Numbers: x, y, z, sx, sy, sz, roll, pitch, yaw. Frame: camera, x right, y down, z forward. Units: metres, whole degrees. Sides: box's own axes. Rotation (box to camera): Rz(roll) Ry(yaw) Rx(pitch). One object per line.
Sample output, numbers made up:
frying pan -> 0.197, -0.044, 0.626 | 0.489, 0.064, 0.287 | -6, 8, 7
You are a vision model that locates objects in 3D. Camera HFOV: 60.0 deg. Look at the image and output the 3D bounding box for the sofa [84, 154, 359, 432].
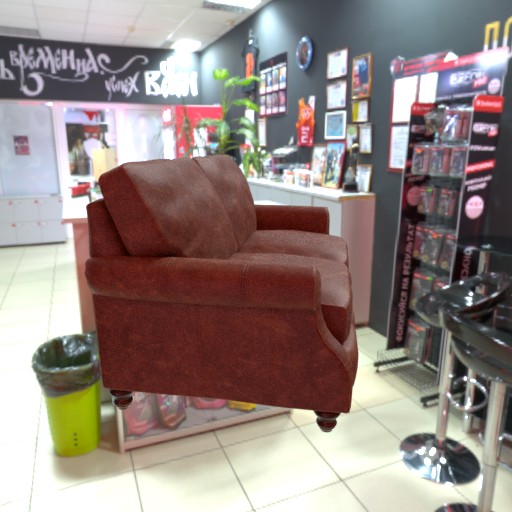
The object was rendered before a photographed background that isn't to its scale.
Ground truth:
sofa -> 0.000, 0.000, 2.216 | 0.990, 0.967, 1.616 | 3, 14, 10
